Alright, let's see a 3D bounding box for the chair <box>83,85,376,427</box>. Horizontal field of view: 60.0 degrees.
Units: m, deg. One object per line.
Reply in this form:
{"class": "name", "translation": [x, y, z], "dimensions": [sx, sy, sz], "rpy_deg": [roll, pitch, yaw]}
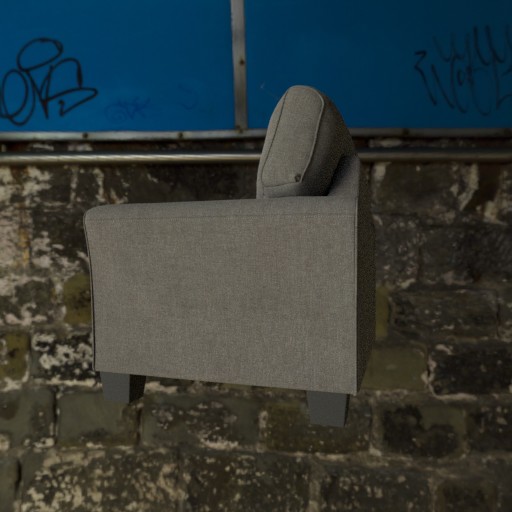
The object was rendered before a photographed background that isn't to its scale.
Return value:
{"class": "chair", "translation": [0.000, 0.000, 1.624], "dimensions": [0.816, 0.890, 0.941], "rpy_deg": [0, -1, 18]}
